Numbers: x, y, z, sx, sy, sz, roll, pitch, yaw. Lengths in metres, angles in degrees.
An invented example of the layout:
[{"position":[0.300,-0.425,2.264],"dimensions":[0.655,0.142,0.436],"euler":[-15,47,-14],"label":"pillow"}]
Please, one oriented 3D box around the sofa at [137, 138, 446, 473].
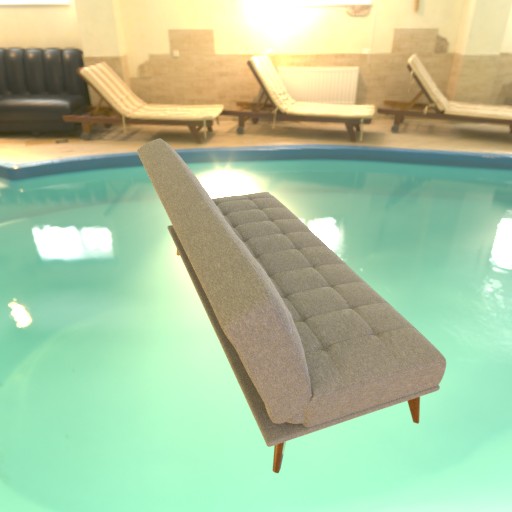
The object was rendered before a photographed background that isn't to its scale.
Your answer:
[{"position":[0.000,0.000,2.219],"dimensions":[0.860,0.810,1.800],"euler":[-11,32,-18],"label":"sofa"}]
